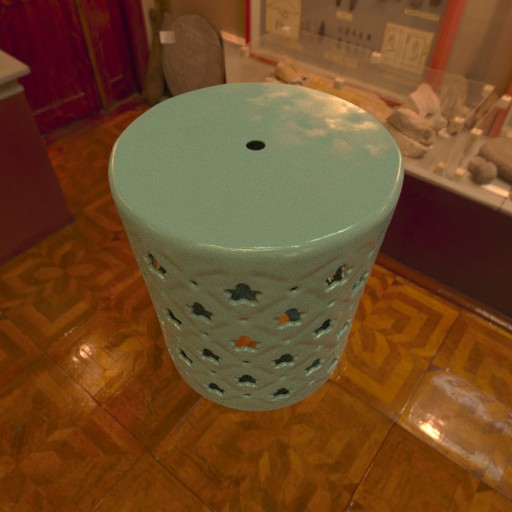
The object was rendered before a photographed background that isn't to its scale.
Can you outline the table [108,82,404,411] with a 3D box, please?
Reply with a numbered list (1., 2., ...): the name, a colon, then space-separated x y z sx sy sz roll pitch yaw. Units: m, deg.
1. table: 0.000 0.000 0.668 0.352 0.387 0.352 0 47 0
